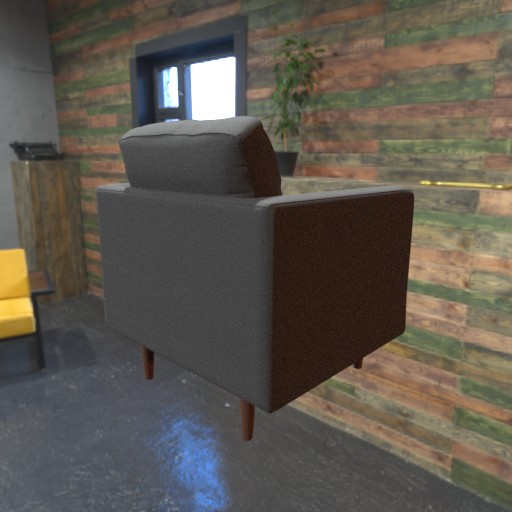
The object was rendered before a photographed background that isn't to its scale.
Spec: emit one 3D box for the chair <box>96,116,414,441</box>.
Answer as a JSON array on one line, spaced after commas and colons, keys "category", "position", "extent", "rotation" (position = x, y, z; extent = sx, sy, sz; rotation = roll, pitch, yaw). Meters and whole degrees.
[{"category": "chair", "position": [0.000, 0.000, 1.615], "extent": [0.854, 0.927, 0.800], "rotation": [12, 18, 42]}]
